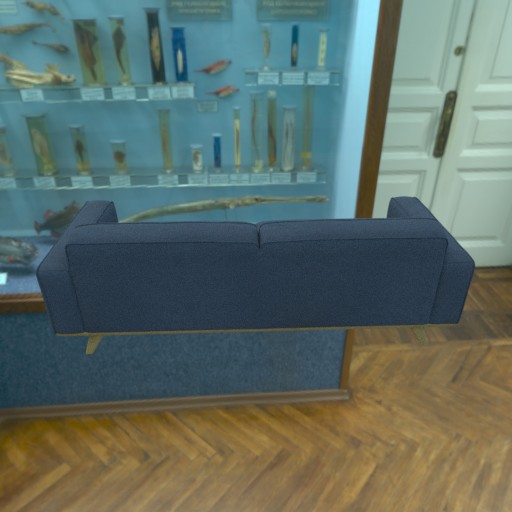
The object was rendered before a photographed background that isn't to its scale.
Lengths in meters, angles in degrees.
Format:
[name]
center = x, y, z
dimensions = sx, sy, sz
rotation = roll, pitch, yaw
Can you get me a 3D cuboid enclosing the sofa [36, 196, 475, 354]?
[sofa]
center = 0.000, 0.000, 2.717
dimensions = 2.270, 0.782, 0.953
rotation = -1, 30, -2
